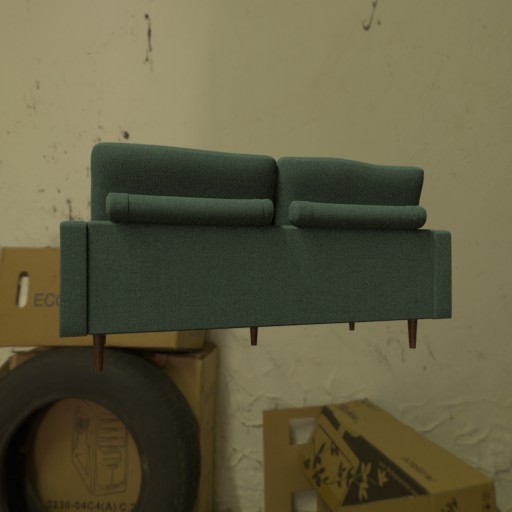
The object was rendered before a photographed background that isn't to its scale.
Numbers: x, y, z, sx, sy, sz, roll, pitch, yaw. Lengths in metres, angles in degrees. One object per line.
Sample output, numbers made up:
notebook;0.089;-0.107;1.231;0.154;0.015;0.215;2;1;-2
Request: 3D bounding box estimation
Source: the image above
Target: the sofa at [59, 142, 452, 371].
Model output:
sofa;0.000;0.000;2.577;2.010;1.050;0.966;0;-1;-18
